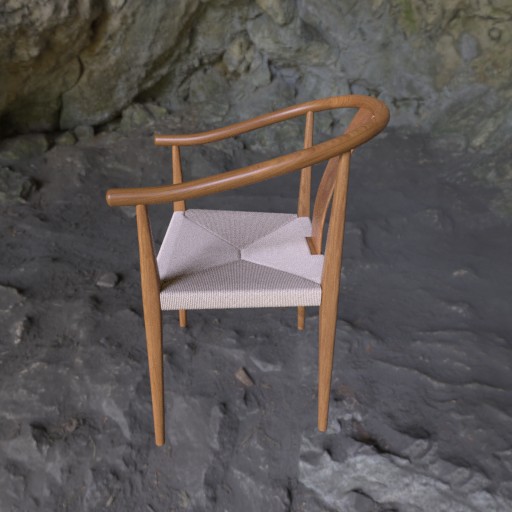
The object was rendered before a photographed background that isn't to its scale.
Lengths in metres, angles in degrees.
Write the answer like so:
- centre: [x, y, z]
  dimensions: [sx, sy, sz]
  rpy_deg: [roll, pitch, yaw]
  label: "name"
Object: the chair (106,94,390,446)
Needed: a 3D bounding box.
- centre: [0.000, 0.000, 1.189]
  dimensions: [0.579, 0.800, 0.556]
  rpy_deg: [-1, 26, -2]
  label: "chair"
